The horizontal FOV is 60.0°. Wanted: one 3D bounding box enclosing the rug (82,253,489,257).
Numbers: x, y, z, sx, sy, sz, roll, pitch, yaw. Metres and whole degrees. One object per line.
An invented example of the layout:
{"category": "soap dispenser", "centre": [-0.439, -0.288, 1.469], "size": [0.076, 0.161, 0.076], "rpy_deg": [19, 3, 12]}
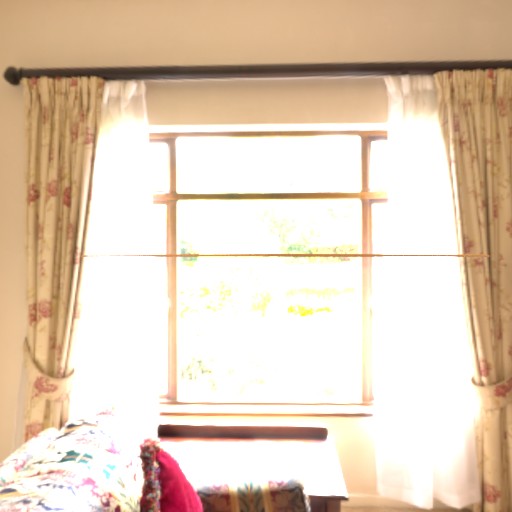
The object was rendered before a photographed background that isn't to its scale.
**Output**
{"category": "rug", "centre": [0.000, 0.000, 2.756], "size": [1.524, 0.013, 2.134], "rpy_deg": [0, 0, -37]}
